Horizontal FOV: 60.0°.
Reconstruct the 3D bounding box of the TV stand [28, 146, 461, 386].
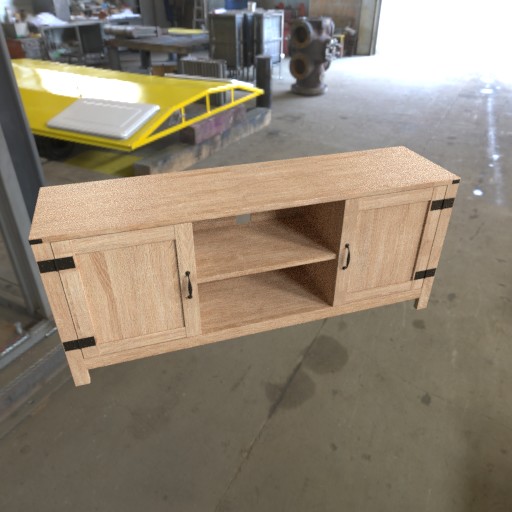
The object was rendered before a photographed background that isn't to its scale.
[{"bbox_3d":[0.000,0.000,1.743,1.466,0.610,0.398,-10,34,-15],"label":"TV stand"}]
